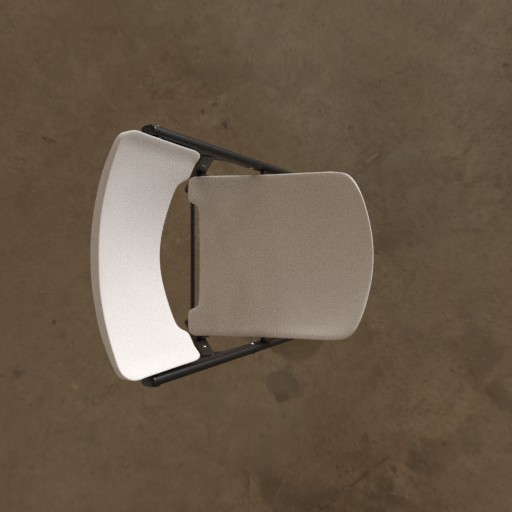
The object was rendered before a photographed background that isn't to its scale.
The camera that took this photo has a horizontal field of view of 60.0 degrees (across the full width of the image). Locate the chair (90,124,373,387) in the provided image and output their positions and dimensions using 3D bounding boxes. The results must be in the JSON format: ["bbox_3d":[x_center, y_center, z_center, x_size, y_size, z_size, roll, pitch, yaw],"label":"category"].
[{"bbox_3d":[0.000,0.000,1.119,0.577,0.765,0.482,0,90,0],"label":"chair"}]
